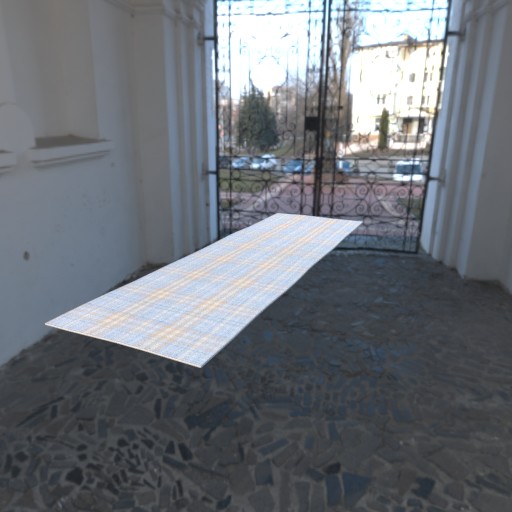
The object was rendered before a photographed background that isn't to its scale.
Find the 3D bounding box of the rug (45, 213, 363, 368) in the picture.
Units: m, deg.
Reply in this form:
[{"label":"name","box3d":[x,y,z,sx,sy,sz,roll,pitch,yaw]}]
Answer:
[{"label":"rug","box3d":[0.000,0.000,2.723,0.762,0.013,2.439,8,19,25]}]
